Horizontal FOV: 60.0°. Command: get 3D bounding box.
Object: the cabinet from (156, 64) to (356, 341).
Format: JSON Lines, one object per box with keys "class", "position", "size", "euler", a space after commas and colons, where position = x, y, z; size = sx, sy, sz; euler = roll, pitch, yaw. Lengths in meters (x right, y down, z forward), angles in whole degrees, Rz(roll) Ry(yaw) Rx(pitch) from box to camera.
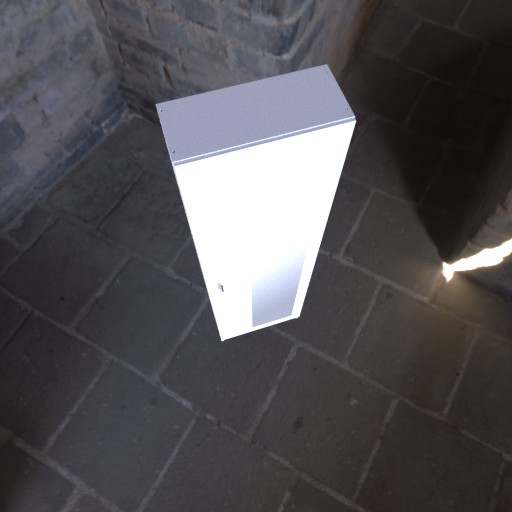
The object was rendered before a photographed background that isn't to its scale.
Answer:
{"class": "cabinet", "position": [0.000, 0.000, 2.000], "size": [0.500, 1.790, 0.230], "euler": [-16, 66, -7]}
